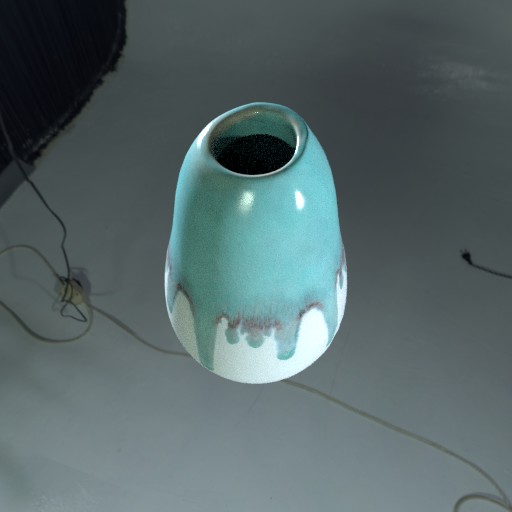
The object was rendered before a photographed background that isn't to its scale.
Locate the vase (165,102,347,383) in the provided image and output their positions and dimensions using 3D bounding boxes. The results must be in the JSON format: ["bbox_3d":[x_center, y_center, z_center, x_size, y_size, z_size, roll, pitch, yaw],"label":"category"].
[{"bbox_3d":[0.000,0.000,0.256,0.116,0.179,0.116,0,57,0],"label":"vase"}]
